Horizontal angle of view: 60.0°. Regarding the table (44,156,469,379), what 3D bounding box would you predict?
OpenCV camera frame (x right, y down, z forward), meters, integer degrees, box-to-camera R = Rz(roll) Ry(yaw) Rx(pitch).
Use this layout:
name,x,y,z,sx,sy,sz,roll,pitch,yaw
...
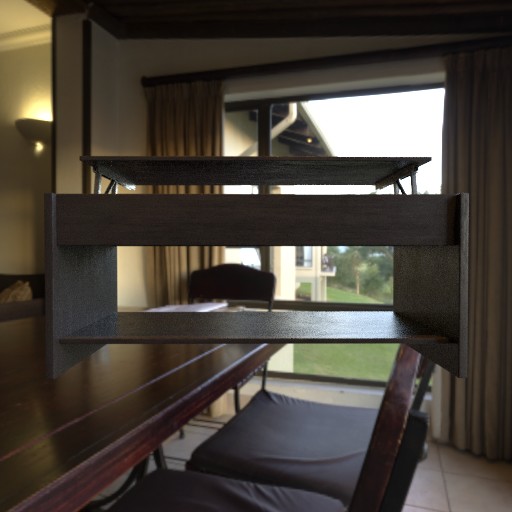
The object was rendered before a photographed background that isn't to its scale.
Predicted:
name,x,y,z,sx,sy,sz,roll,pitch,yaw
table,0.000,0.000,1.400,1.000,0.570,0.712,0,1,0
